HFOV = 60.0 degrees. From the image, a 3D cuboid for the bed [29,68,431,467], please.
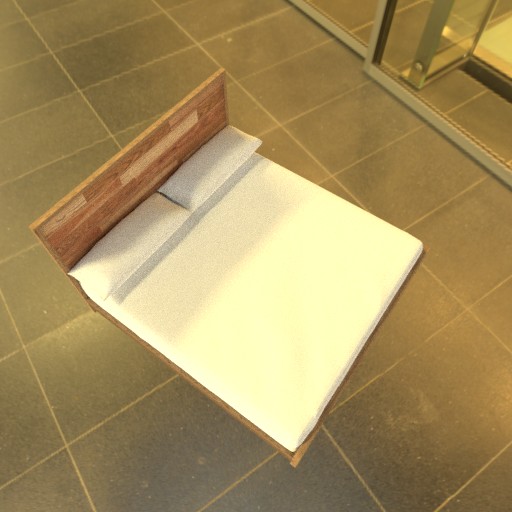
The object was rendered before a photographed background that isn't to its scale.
[{"bbox_3d":[0.000,0.000,3.512,2.184,1.295,2.013,32,64,18],"label":"bed"}]
